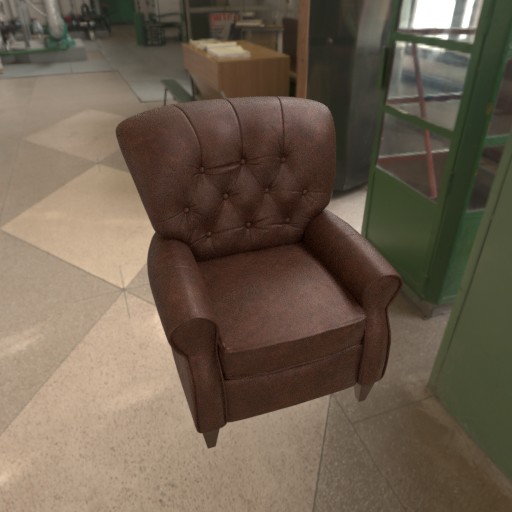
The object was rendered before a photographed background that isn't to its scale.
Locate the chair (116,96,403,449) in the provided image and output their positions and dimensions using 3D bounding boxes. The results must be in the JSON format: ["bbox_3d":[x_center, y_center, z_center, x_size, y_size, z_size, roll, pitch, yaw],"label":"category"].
[{"bbox_3d":[0.000,0.000,1.952,0.979,1.162,1.031,-11,34,-16],"label":"chair"}]
